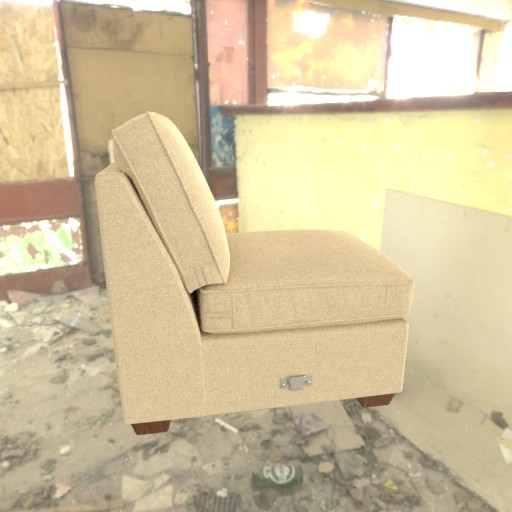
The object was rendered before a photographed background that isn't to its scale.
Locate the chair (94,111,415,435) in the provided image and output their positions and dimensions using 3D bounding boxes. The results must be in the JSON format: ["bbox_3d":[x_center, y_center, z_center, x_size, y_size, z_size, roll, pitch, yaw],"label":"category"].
[{"bbox_3d":[0.000,0.000,1.570,0.938,0.970,0.621,-3,17,-10],"label":"chair"}]
